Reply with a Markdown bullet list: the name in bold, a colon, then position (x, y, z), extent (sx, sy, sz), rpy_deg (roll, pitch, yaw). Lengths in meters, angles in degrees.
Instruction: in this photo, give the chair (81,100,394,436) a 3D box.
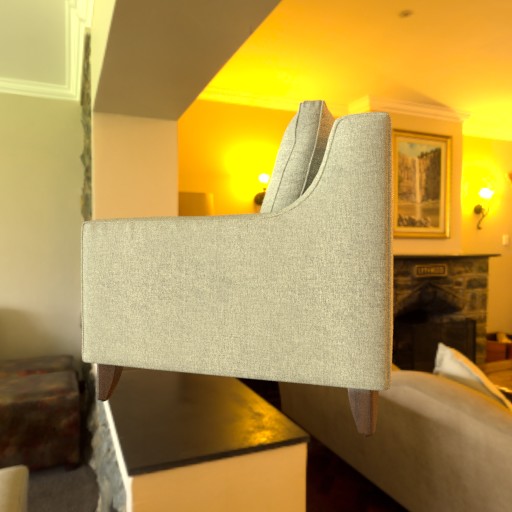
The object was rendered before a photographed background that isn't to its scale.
- **chair**: position (0.000, 0.000, 1.556), extent (0.918, 0.864, 0.838), rpy_deg (0, 1, 18)
